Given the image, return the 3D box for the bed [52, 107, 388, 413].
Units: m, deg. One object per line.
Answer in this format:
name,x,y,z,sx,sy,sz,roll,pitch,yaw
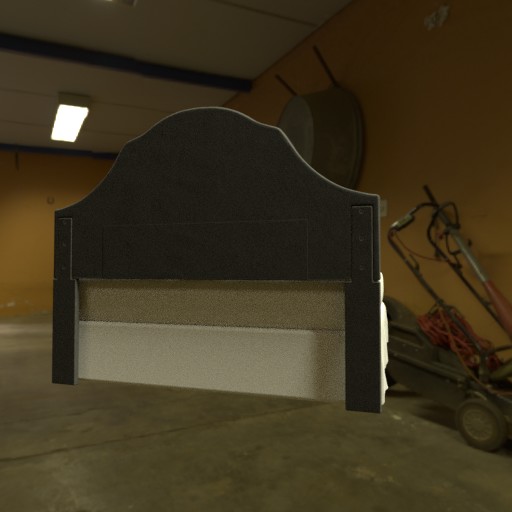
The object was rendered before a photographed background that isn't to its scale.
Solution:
bed,0.000,0.000,3.520,2.008,1.615,2.214,0,-2,17
